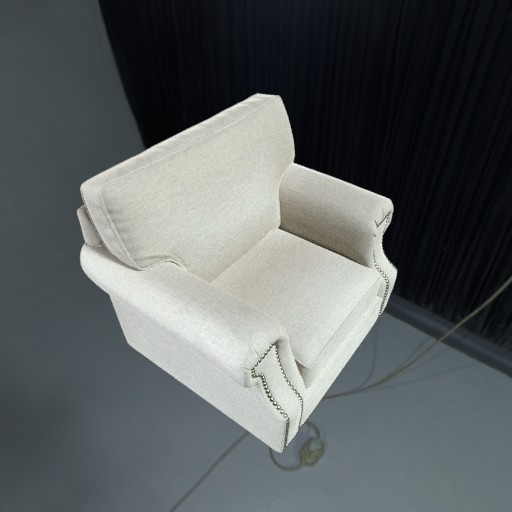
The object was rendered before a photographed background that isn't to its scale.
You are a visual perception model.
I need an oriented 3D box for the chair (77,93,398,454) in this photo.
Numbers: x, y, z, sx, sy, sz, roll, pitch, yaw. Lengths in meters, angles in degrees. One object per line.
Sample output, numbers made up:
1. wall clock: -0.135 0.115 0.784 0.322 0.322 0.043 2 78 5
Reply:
1. chair: 0.000 0.000 1.860 0.965 0.961 1.092 26 48 27
